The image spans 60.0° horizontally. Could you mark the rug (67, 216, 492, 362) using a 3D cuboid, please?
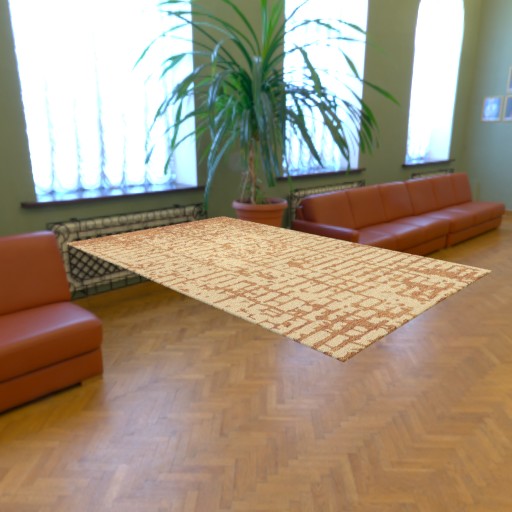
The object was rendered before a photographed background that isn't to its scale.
[{"bbox_3d":[0.000,0.000,2.938,1.517,0.011,2.435,-15,22,-43],"label":"rug"}]
